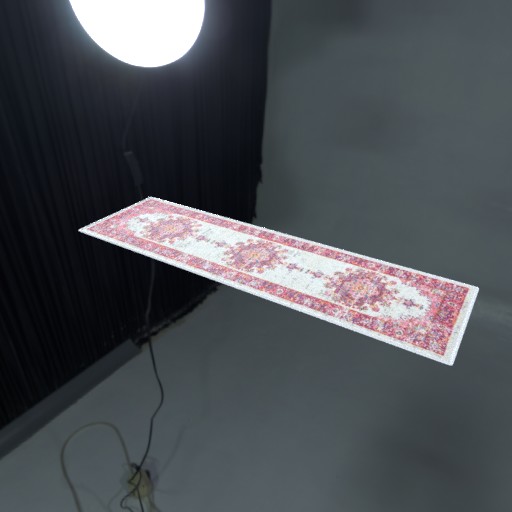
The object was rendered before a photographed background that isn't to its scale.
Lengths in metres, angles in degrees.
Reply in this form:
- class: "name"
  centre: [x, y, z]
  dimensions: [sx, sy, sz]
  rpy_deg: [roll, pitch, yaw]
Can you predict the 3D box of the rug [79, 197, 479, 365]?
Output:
- class: "rug"
  centre: [0.000, 0.000, 2.563]
  dimensions: [2.294, 0.011, 0.666]
  rpy_deg: [17, 34, 28]
